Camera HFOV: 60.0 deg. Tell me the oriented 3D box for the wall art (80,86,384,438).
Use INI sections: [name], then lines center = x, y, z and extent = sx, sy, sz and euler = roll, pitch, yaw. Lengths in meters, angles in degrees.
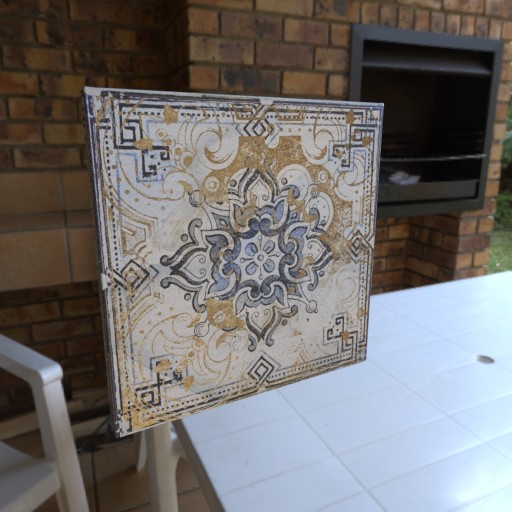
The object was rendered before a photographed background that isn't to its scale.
[wall art]
center = 0.000, 0.000, 0.895
extent = 0.609, 0.607, 0.036
euler = -8, 16, -28
